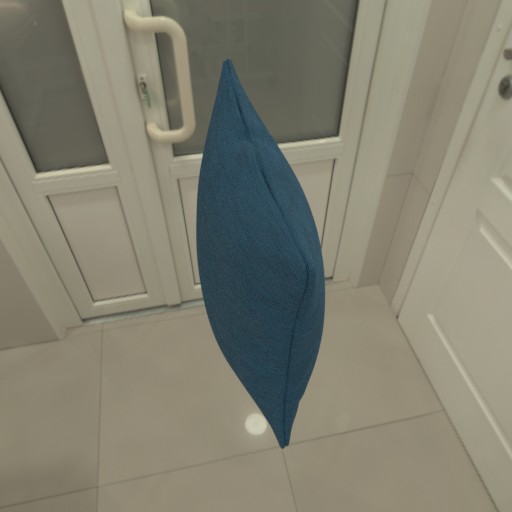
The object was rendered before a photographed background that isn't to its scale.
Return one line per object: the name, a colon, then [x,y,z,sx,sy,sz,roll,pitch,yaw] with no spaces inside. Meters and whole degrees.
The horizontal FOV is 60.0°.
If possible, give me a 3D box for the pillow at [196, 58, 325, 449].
pillow: [0.000,0.000,0.672,0.177,0.420,0.437,-9,47,-8]
